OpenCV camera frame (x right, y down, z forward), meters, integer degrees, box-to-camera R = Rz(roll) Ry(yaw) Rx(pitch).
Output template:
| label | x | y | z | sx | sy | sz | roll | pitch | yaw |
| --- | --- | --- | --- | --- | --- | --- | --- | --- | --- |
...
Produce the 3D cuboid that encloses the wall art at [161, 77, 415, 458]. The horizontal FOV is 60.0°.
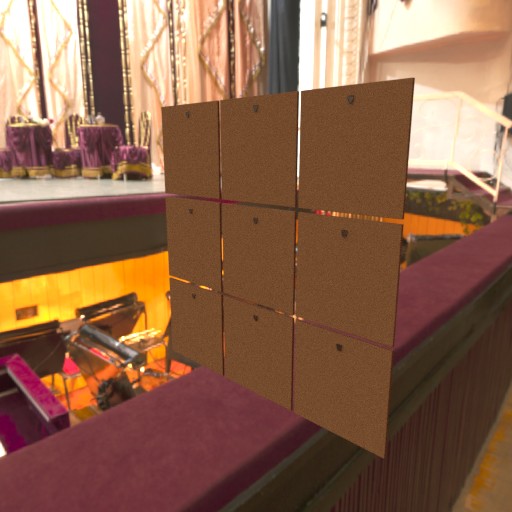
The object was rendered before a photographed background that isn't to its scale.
| label | x | y | z | sx | sy | sz | roll | pitch | yaw |
| --- | --- | --- | --- | --- | --- | --- | --- | --- | --- |
| wall art | 0.000 | 0.000 | 2.242 | 1.533 | 1.532 | 0.019 | 13 | 18 | 43 |
